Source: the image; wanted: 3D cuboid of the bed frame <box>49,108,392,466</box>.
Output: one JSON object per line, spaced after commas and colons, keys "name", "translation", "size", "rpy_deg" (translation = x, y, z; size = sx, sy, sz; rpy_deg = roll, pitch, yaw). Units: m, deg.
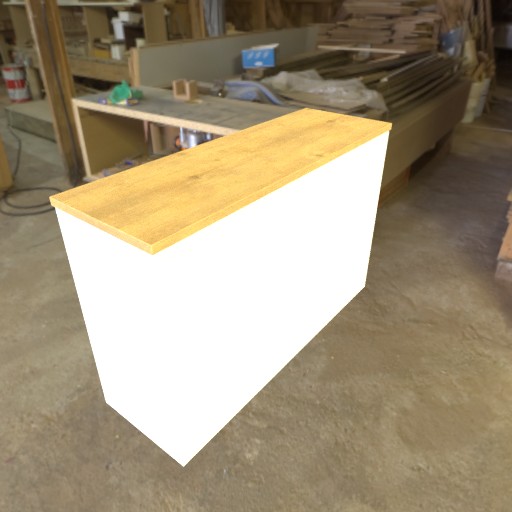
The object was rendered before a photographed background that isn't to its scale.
{"name": "bed frame", "translation": [0.000, 0.000, 1.768], "size": [0.430, 0.850, 1.300], "rpy_deg": [23, 38, 32]}
